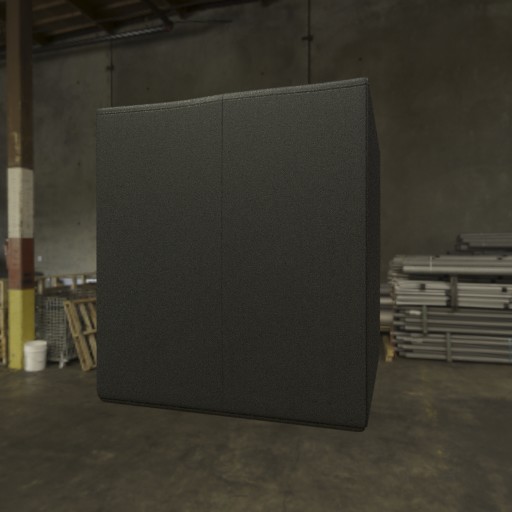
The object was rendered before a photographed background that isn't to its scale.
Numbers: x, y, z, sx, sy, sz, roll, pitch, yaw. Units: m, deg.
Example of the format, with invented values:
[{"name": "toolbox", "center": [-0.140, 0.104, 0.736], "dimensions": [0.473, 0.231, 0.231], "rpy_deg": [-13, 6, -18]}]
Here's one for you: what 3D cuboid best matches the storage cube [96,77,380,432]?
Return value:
[{"name": "storage cube", "center": [0.000, 0.000, 0.510], "dimensions": [0.270, 0.280, 0.270], "rpy_deg": [0, 0, 18]}]
